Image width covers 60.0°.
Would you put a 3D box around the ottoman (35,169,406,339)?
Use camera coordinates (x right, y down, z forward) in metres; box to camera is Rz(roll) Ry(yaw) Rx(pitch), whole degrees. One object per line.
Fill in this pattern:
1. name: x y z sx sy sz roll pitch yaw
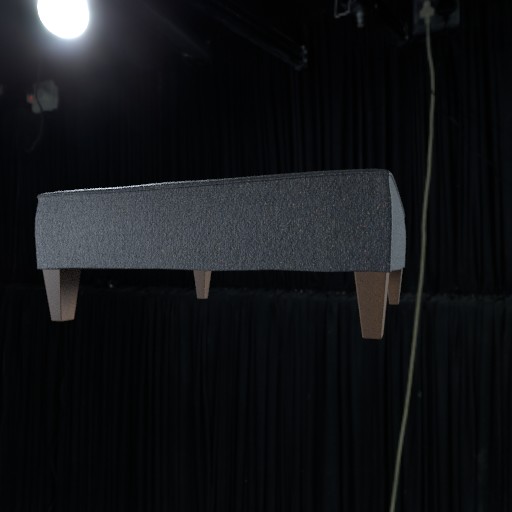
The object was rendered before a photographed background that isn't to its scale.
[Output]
1. ottoman: 0.000 0.000 1.544 0.968 0.382 1.004 0 -1 20
